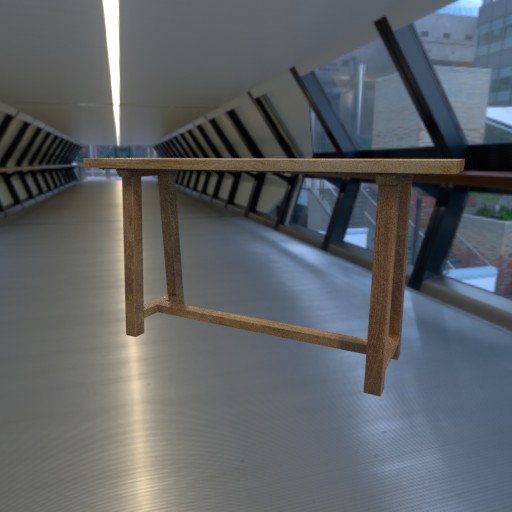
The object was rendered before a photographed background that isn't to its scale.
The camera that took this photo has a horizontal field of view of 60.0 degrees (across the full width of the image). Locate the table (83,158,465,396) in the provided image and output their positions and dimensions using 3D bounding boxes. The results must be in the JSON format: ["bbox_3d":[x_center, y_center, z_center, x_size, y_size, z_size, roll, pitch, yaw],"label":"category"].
[{"bbox_3d":[0.000,0.000,1.892,1.524,0.810,0.405,7,14,27],"label":"table"}]
